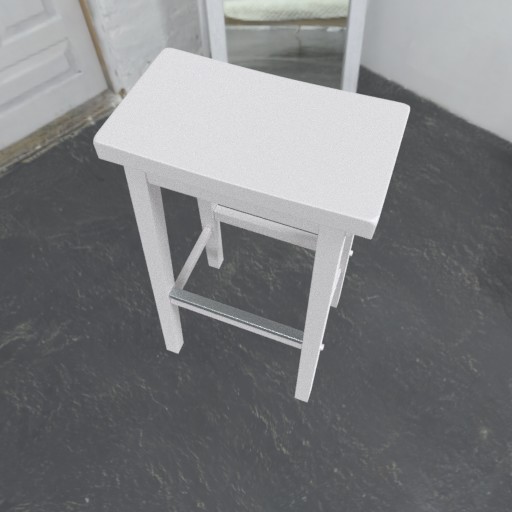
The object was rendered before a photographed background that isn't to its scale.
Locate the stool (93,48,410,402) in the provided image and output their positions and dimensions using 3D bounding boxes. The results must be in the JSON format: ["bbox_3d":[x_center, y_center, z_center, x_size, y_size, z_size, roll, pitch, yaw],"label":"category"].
[{"bbox_3d":[0.000,0.000,0.952,0.406,0.742,0.322,18,60,11],"label":"stool"}]
